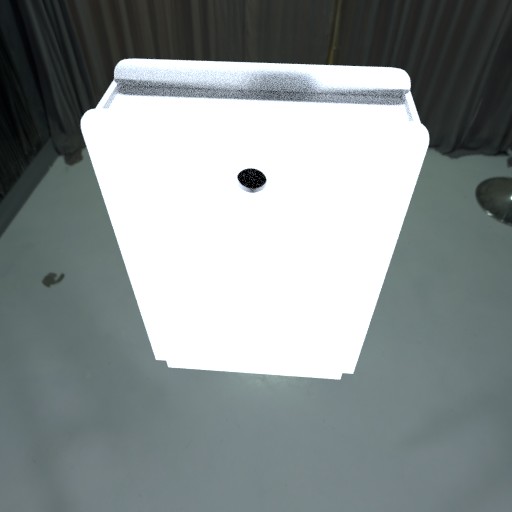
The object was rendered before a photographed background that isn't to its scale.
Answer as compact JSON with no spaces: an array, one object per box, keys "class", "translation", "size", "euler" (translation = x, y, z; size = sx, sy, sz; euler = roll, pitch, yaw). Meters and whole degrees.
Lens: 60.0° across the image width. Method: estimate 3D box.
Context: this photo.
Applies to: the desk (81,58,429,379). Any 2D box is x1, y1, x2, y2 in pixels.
[{"class":"desk","translation":[0.000,0.000,1.503],"size":[0.795,1.190,0.278],"euler":[3,47,3]}]
